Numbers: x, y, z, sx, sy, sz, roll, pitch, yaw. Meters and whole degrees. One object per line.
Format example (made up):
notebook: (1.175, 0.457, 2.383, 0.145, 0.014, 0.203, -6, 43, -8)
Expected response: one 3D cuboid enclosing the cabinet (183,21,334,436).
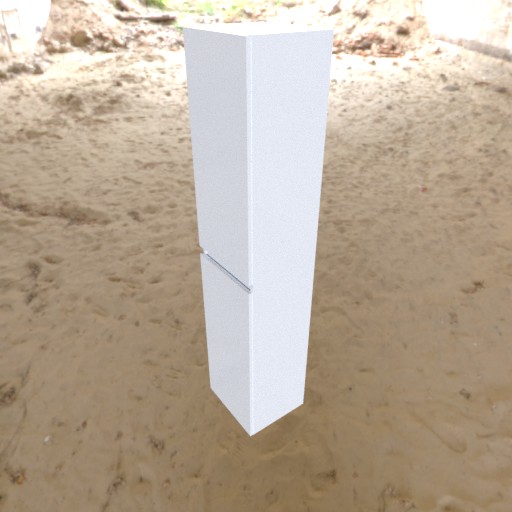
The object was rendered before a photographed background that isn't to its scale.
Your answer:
cabinet: (0.000, 0.000, 1.523, 0.270, 1.400, 0.300, -21, 37, -30)
